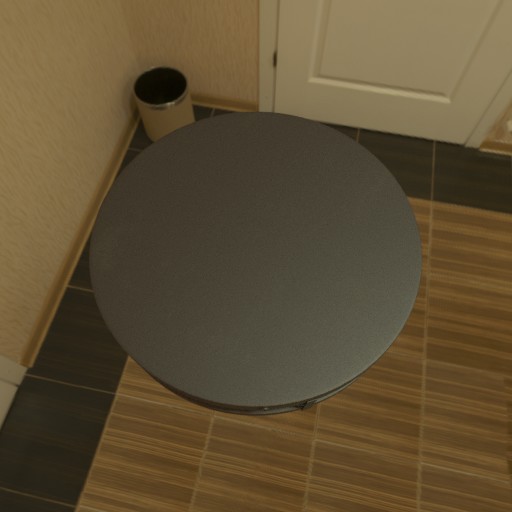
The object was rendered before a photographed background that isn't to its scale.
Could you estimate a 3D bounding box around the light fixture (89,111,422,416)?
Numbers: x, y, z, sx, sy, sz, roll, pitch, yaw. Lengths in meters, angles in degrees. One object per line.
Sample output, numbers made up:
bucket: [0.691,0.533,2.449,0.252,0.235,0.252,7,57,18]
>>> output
light fixture: [0.000,0.000,0.521,0.356,0.102,0.356,0,64,0]
